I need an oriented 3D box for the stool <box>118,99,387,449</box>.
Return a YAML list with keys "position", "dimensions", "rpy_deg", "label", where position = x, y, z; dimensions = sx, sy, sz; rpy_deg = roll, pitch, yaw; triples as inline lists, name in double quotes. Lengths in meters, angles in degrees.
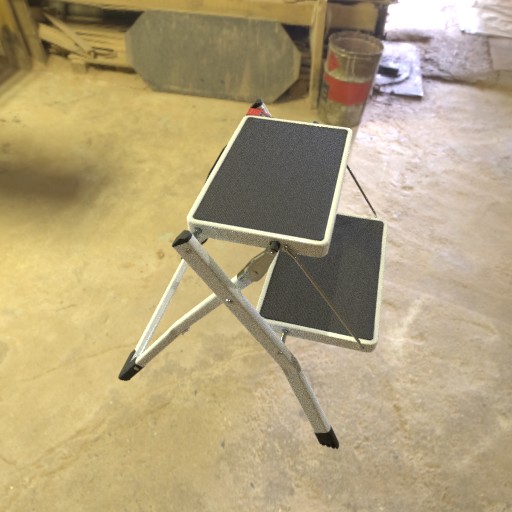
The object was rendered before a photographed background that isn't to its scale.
- position: [0.000, 0.000, 0.872]
  dimensions: [0.490, 0.445, 0.485]
  rpy_deg: [11, 46, 10]
  label: "stool"
